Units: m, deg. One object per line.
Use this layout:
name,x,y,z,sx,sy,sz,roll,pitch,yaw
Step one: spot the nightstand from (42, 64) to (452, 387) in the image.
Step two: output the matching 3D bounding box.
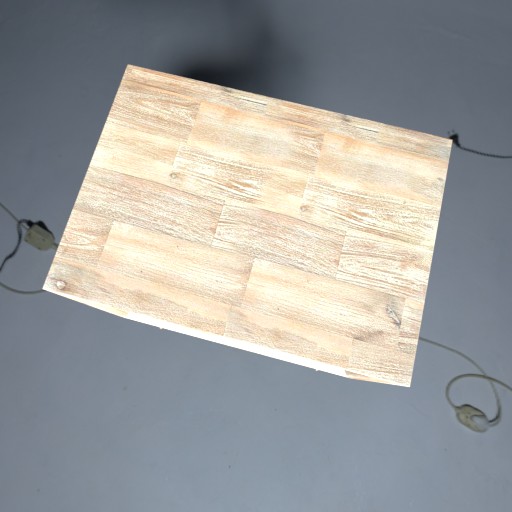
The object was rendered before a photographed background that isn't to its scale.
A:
nightstand,0.000,0.000,0.971,0.552,0.589,0.396,14,77,3
